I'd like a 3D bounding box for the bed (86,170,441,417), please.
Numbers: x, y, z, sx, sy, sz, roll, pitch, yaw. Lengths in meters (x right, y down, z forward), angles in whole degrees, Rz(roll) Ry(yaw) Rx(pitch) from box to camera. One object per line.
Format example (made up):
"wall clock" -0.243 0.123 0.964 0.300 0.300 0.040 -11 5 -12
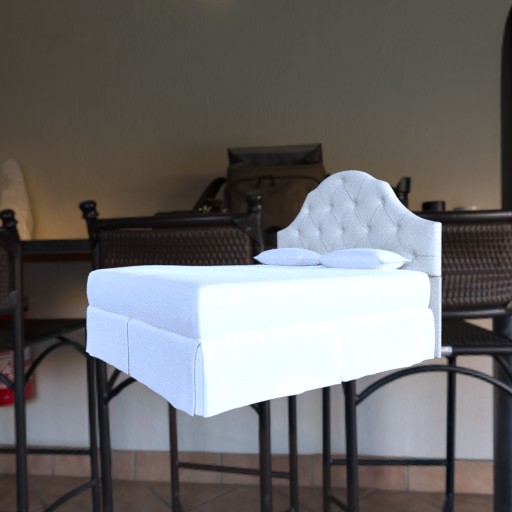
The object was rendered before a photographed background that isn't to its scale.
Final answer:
"bed" 0.000 0.000 3.627 2.214 1.615 2.008 0 1 -37
